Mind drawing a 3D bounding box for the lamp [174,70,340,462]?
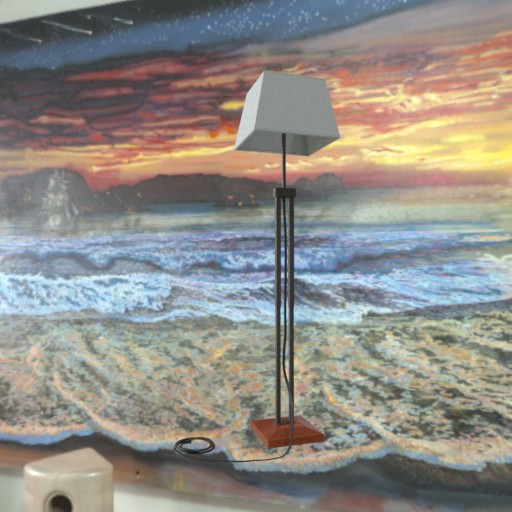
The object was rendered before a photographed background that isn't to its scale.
[{"bbox_3d":[0.000,0.000,2.056,0.745,1.712,0.472,0,-2,-17],"label":"lamp"}]
